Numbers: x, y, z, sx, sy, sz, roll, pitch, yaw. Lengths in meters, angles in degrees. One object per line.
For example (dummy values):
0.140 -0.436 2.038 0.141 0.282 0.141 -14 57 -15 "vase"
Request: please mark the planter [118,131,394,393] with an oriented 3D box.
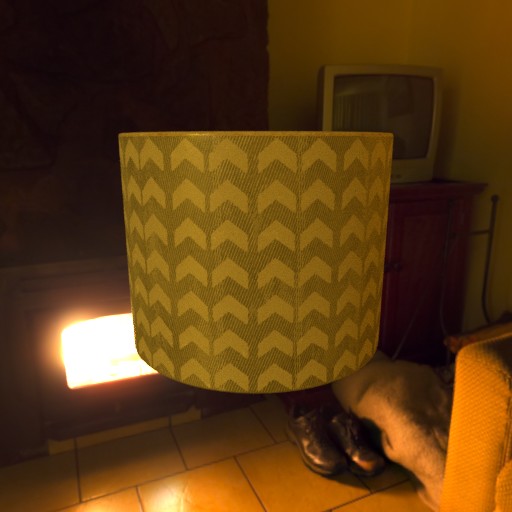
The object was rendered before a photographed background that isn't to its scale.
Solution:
0.000 0.000 0.450 0.250 0.239 0.250 0 15 0 "planter"
